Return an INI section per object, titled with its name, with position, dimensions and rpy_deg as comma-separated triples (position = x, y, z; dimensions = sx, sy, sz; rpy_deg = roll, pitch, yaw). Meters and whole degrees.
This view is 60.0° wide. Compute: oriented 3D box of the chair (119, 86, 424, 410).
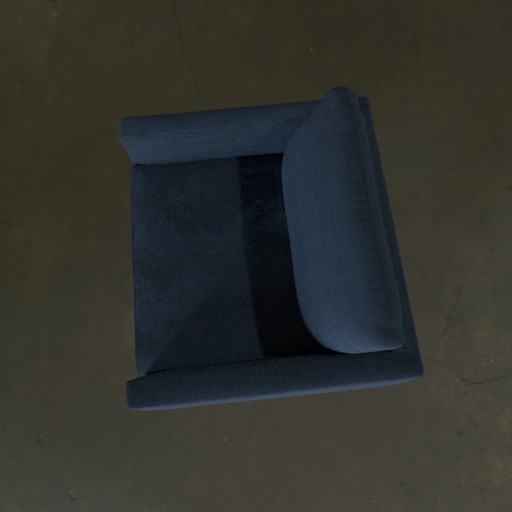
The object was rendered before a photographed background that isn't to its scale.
[chair]
position = 0.000, 0.000, 1.574
dimensions = 0.875, 0.812, 0.964
rpy_deg = -6, 74, -2
